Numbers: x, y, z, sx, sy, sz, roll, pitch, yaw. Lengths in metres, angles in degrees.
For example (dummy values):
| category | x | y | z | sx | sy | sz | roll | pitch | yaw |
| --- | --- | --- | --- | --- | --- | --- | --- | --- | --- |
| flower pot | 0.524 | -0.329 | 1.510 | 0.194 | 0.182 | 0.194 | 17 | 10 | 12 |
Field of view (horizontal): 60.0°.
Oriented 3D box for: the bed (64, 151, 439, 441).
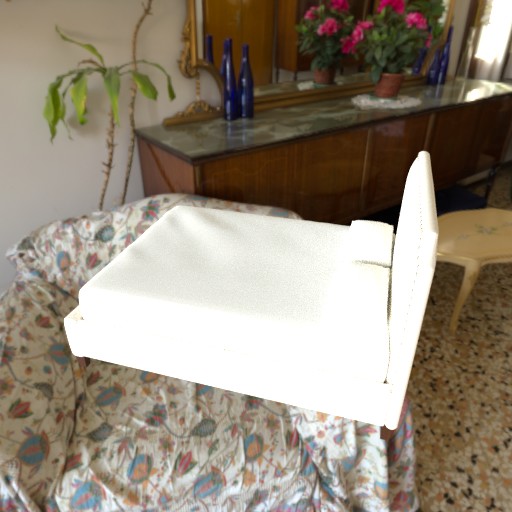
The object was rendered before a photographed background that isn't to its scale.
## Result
| category | x | y | z | sx | sy | sz | roll | pitch | yaw |
| --- | --- | --- | --- | --- | --- | --- | --- | --- | --- |
| bed | 0.000 | 0.000 | 3.410 | 2.365 | 1.443 | 1.712 | 9 | 31 | 15 |
